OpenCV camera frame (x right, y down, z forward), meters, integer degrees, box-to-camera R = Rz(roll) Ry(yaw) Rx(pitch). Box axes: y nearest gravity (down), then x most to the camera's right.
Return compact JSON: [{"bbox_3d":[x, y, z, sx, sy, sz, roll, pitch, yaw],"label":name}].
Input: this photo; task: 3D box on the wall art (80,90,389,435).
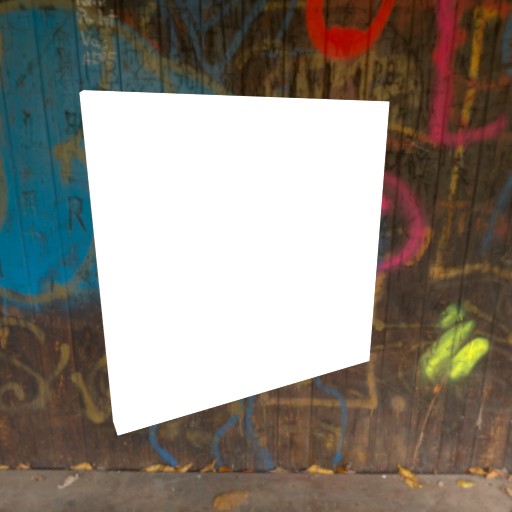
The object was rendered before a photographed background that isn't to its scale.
[{"bbox_3d":[0.000,0.000,0.527,0.355,0.355,0.027,-8,18,-26],"label":"wall art"}]
